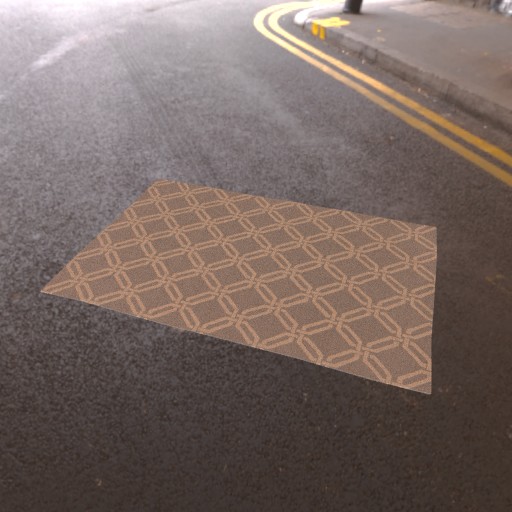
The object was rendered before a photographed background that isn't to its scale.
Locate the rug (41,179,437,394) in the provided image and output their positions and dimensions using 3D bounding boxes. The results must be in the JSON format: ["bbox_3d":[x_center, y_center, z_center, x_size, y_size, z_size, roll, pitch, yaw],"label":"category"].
[{"bbox_3d":[0.000,0.000,2.270,1.754,0.010,1.148,12,40,14],"label":"rug"}]
